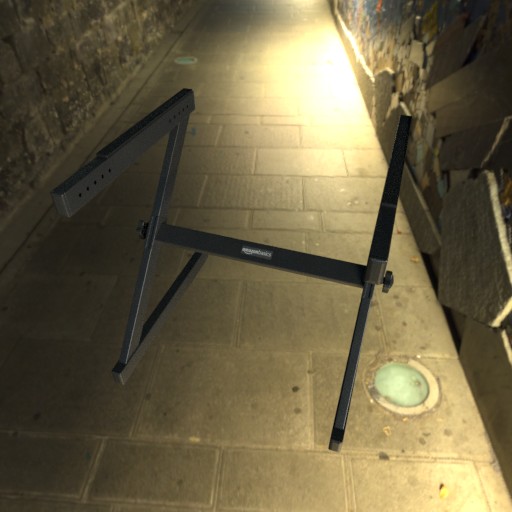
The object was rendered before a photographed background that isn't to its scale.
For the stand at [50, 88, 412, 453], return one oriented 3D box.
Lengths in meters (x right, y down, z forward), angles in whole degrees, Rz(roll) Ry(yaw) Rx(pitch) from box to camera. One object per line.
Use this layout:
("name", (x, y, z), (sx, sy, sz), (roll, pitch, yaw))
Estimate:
("stand", (0.000, 0.000, 1.160), (0.700, 0.617, 0.586), (12, 41, 14))
